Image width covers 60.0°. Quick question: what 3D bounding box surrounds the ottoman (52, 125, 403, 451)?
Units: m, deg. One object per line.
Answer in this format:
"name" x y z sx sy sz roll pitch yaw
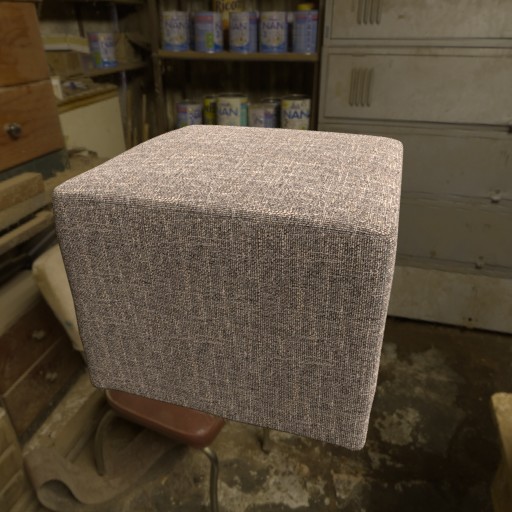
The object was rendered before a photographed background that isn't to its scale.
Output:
"ottoman" 0.000 0.000 0.898 0.521 0.453 0.512 8 29 15
